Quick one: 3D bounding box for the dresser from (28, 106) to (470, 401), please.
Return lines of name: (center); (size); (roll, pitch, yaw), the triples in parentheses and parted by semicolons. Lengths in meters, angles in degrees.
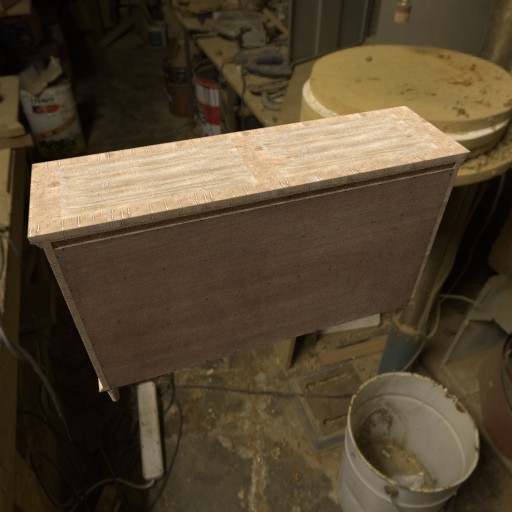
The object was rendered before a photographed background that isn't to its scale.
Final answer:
dresser: (0.000, 0.000, 2.045); (1.626, 1.016, 0.457); (-13, 44, -14)
